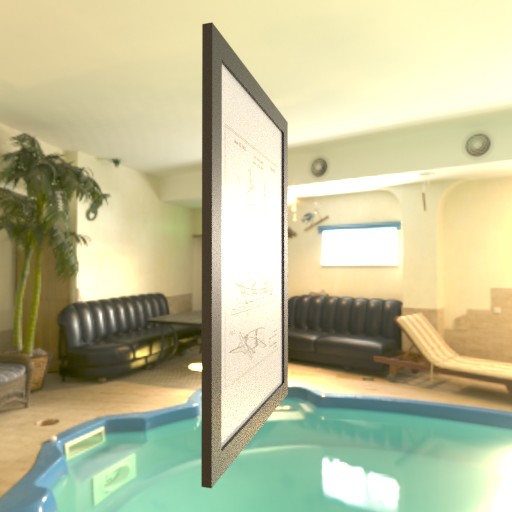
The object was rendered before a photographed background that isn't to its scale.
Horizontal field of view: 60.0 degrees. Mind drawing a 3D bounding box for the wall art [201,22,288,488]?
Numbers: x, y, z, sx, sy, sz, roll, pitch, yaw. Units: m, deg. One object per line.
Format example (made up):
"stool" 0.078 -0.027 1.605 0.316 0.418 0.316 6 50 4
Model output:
"wall art" 0.000 0.000 0.690 0.013 0.534 0.381 0 -1 17
